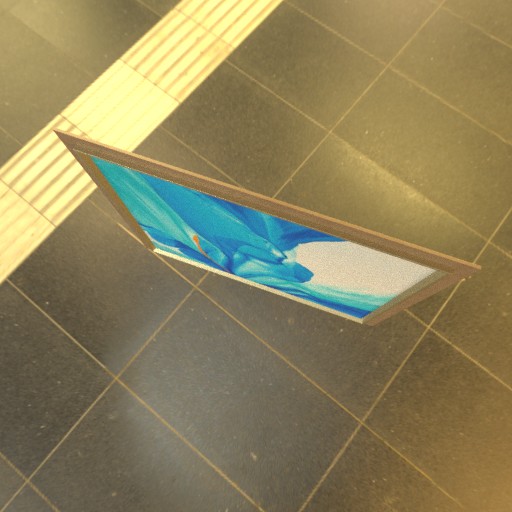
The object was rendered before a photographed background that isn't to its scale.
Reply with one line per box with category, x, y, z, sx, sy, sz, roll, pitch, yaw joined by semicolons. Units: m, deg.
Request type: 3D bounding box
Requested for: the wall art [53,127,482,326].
wall art;0.000;0.000;1.653;1.168;1.067;0.025;19;75;5
